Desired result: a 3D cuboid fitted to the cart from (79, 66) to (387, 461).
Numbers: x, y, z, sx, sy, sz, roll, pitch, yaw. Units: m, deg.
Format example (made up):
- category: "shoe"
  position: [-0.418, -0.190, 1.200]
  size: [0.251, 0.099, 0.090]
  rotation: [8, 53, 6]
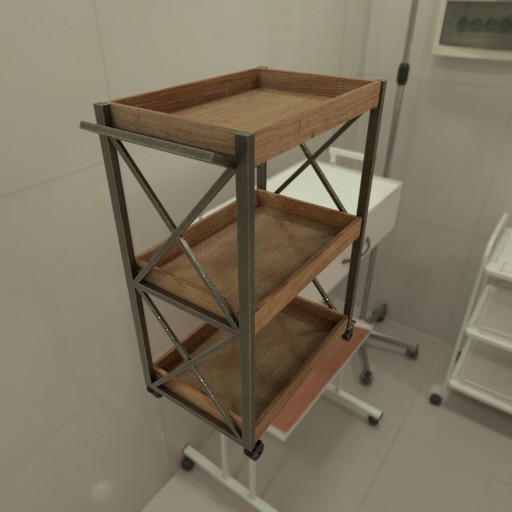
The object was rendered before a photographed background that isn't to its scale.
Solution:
- category: "cart"
  position: [0.000, 0.000, 1.171]
  size: [0.377, 0.835, 0.673]
  rotation: [20, 37, 29]
